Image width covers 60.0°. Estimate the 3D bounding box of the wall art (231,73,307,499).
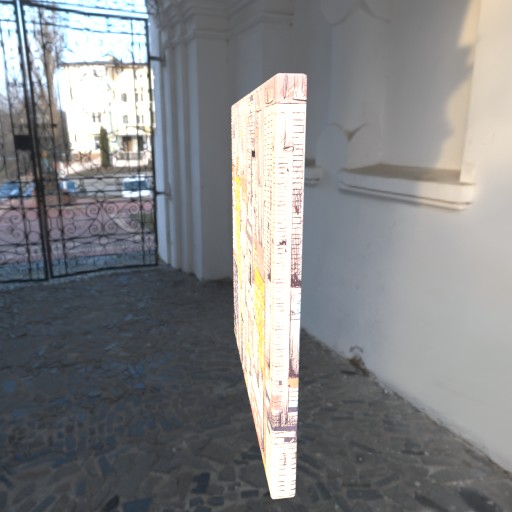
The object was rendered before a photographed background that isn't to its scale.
[{"bbox_3d":[0.000,0.000,1.114,0.048,0.762,0.761,-2,15,-8],"label":"wall art"}]
